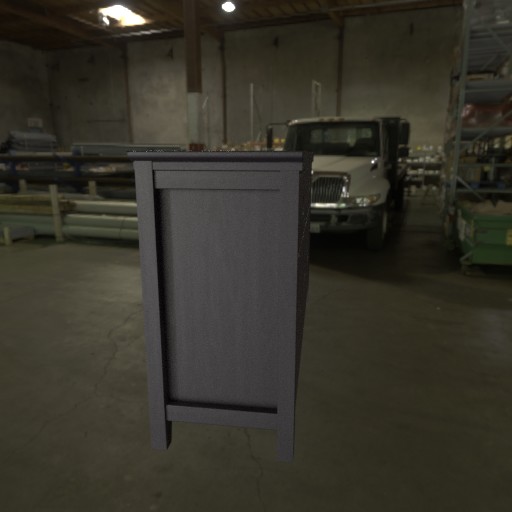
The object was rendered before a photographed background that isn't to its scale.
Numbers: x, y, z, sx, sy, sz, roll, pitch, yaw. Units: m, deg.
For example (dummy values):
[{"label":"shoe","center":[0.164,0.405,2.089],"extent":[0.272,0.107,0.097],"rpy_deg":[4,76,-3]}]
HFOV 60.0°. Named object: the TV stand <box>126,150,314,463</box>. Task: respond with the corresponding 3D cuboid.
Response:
[{"label":"TV stand","center":[0.000,0.000,1.492],"extent":[0.347,0.681,1.198],"rpy_deg":[2,13,8]}]
